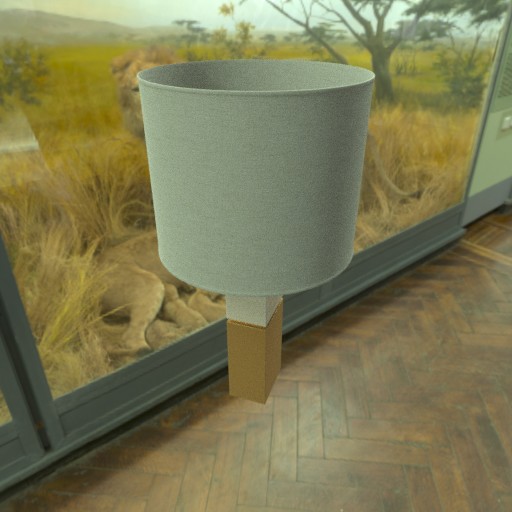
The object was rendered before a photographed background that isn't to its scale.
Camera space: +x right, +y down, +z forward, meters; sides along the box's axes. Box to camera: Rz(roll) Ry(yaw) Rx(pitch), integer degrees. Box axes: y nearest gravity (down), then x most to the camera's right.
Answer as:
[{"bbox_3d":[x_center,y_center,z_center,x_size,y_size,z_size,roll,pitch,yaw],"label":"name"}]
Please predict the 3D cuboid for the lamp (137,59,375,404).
[{"bbox_3d":[0.000,0.000,0.539,0.229,0.417,0.229,10,31,17],"label":"lamp"}]
